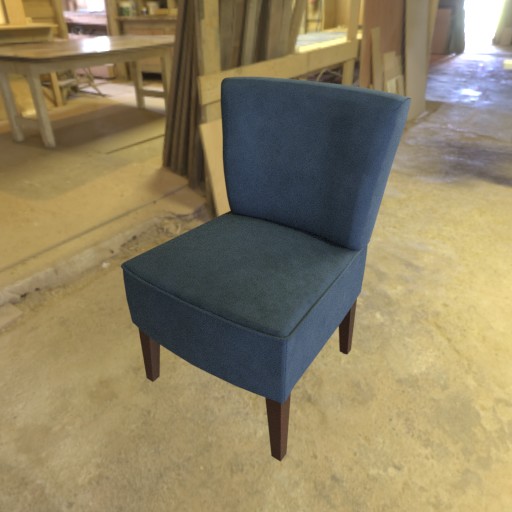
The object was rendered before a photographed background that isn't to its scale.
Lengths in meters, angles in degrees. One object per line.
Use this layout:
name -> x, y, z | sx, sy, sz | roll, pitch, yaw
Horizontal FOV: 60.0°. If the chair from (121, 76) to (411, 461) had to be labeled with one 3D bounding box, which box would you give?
chair -> 0.000, 0.000, 1.169 | 0.521, 0.806, 0.551 | 20, 36, 30
